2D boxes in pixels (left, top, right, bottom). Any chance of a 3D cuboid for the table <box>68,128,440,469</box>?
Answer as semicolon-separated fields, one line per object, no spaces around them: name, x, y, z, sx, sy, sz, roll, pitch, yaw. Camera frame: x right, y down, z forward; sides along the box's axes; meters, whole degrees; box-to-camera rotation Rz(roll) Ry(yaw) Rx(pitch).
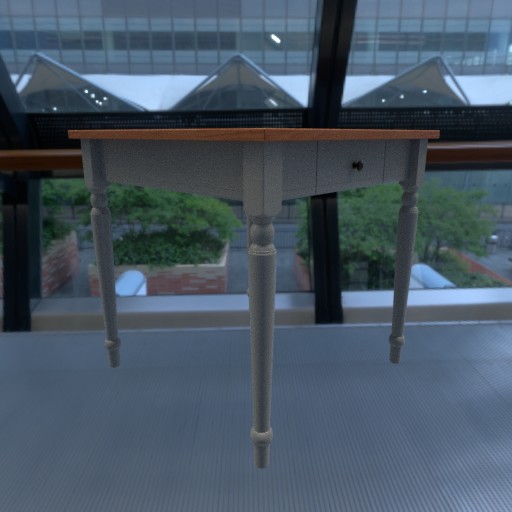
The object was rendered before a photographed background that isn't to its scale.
table;0.000;0.000;1.355;0.747;0.738;0.747;14;21;41
